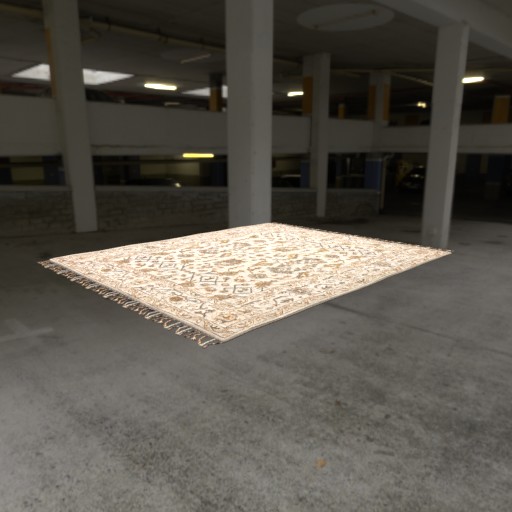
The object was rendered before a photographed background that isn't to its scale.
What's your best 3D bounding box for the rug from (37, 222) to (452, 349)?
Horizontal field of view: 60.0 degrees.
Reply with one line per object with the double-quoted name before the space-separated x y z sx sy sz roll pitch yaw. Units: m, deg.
"rug" 0.000 0.000 4.084 3.061 0.034 2.426 -13 19 -43
